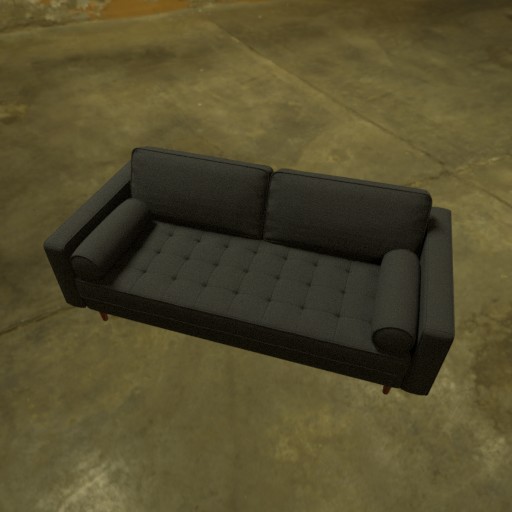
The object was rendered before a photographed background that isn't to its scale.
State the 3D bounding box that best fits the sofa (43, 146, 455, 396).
[{"bbox_3d":[0.000,0.000,2.332,1.875,0.759,0.914,12,43,13],"label":"sofa"}]
